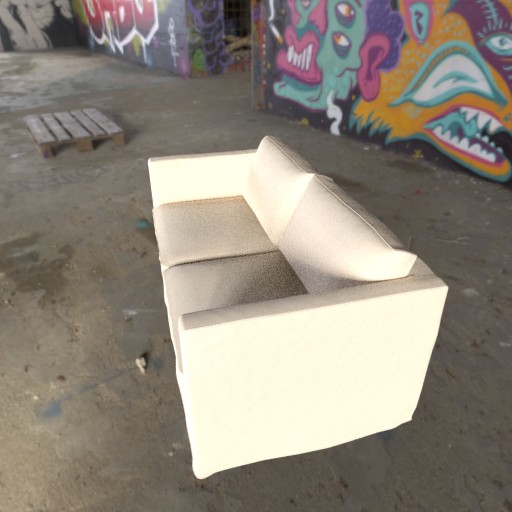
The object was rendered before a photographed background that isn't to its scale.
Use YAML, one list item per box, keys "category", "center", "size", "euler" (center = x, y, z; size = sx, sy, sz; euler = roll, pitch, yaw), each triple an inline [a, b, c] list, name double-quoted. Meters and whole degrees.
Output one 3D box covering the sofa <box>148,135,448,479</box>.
- category: "sofa"
  center: [0.000, 0.000, 2.290]
  size: [0.962, 0.834, 1.746]
  euler: [-8, 31, -13]
